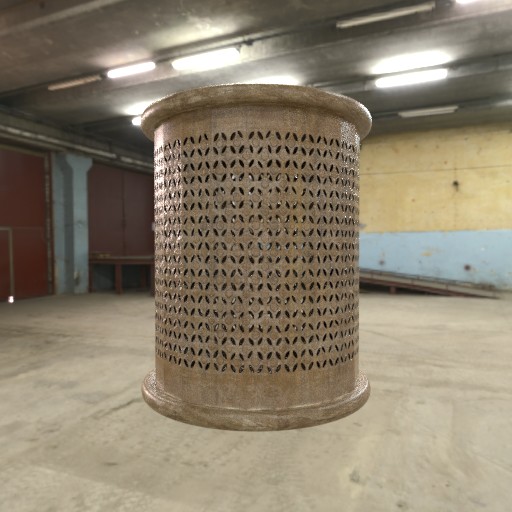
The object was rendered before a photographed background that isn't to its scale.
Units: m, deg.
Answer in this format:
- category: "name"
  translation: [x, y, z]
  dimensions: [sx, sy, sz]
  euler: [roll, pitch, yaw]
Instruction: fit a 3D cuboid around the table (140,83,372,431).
- category: "table"
  translation: [0.000, 0.000, 0.809]
  dimensions: [0.407, 0.482, 0.407]
  euler: [0, 1, 0]
